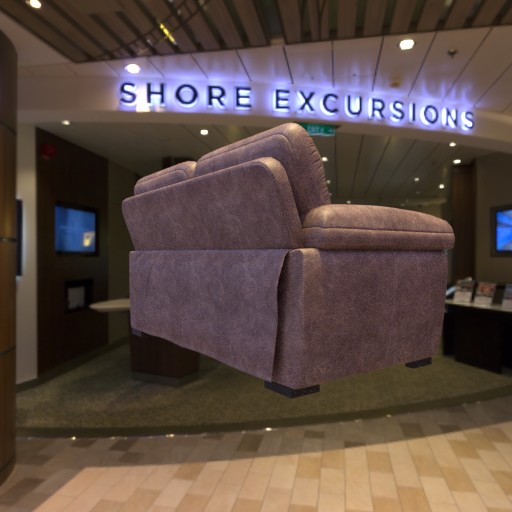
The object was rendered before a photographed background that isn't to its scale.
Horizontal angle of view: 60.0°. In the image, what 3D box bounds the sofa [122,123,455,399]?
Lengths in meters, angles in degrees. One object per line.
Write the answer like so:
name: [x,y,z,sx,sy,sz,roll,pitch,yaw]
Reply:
sofa: [0.000,0.000,2.406,0.991,0.991,1.753,0,0,-35]
